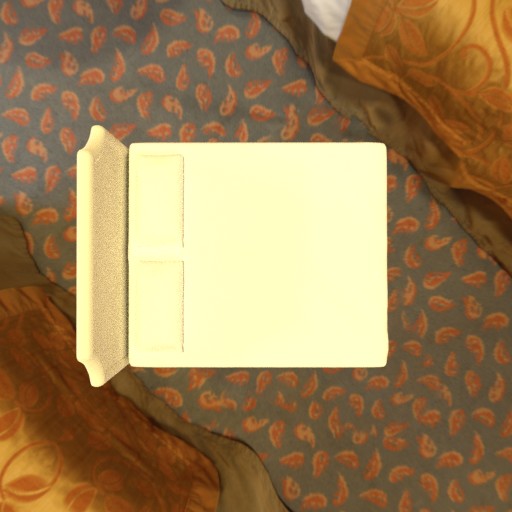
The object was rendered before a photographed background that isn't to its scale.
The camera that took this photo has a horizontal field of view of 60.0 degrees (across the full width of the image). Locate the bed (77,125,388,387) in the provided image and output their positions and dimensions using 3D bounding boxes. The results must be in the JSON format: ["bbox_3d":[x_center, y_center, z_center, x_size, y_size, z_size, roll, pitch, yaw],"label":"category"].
[{"bbox_3d":[0.000,0.000,4.204,2.773,1.590,2.350,0,90,0],"label":"bed"}]
